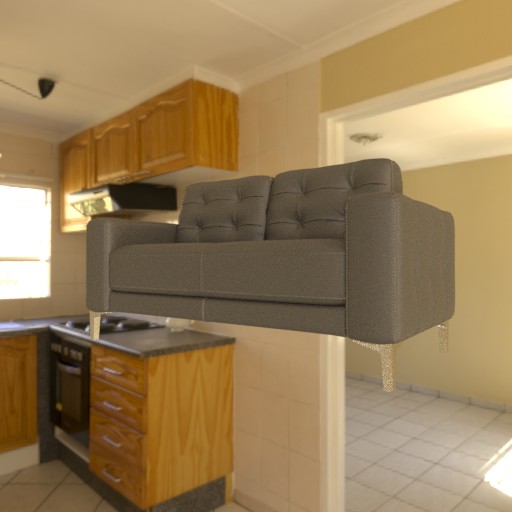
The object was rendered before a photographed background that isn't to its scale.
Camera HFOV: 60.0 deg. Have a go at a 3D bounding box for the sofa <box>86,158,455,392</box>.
[{"bbox_3d":[0.000,0.000,2.226,1.726,0.892,0.833,0,-1,36],"label":"sofa"}]
